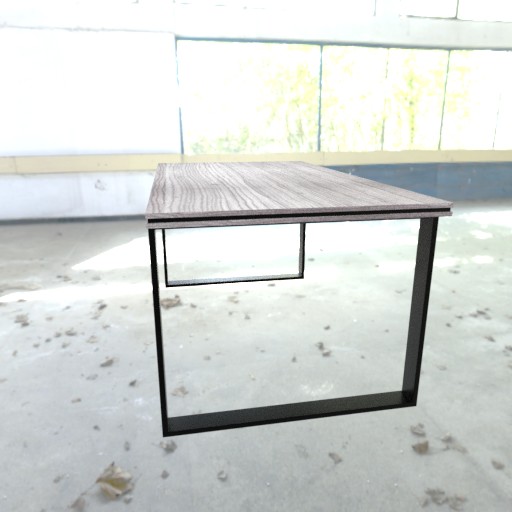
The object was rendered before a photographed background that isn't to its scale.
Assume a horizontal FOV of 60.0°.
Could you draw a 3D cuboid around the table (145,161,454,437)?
[{"bbox_3d":[0.000,0.000,2.068,0.881,0.736,1.579,-3,17,-10],"label":"table"}]
